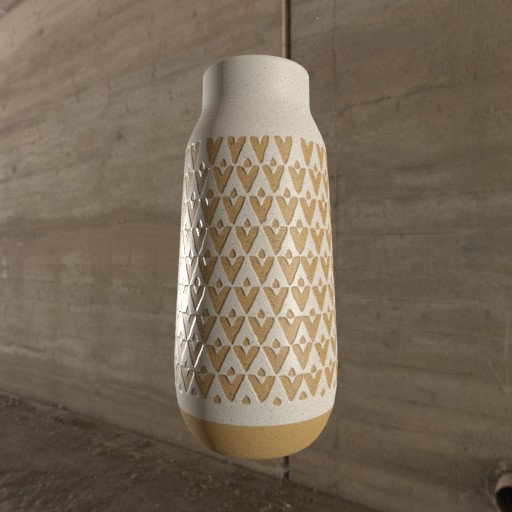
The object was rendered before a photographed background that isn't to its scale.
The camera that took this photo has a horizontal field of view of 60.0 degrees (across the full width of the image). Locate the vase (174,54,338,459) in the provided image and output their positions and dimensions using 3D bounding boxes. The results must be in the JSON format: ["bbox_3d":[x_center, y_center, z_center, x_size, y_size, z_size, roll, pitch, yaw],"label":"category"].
[{"bbox_3d":[0.000,0.000,0.380,0.137,0.307,0.137,0,0,0],"label":"vase"}]
